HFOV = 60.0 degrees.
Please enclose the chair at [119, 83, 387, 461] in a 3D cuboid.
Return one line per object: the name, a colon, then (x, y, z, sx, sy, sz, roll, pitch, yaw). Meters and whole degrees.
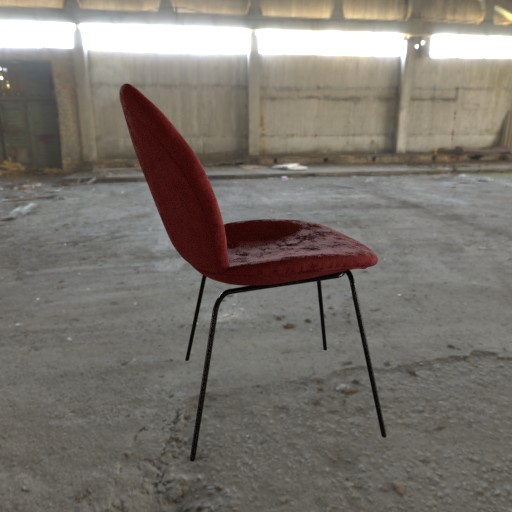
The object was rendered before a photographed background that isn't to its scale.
chair: (0.000, 0.000, 1.106, 0.587, 0.791, 0.458, -3, 16, -10)
